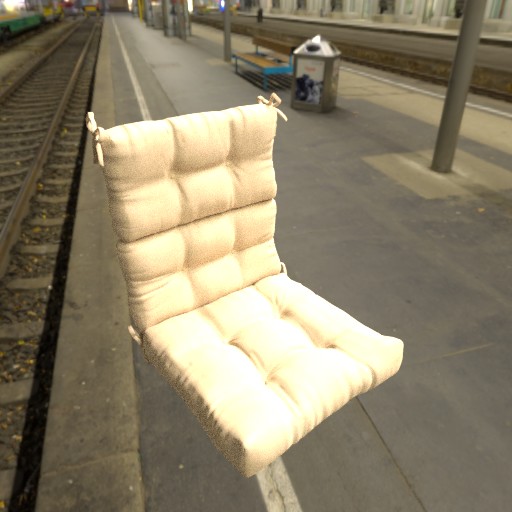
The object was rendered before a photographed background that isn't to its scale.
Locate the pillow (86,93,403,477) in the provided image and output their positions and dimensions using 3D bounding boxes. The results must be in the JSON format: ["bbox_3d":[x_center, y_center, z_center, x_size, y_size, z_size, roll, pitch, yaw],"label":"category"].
[{"bbox_3d":[0.000,0.000,1.001,0.519,0.605,0.571,-21,36,-32],"label":"pillow"}]
